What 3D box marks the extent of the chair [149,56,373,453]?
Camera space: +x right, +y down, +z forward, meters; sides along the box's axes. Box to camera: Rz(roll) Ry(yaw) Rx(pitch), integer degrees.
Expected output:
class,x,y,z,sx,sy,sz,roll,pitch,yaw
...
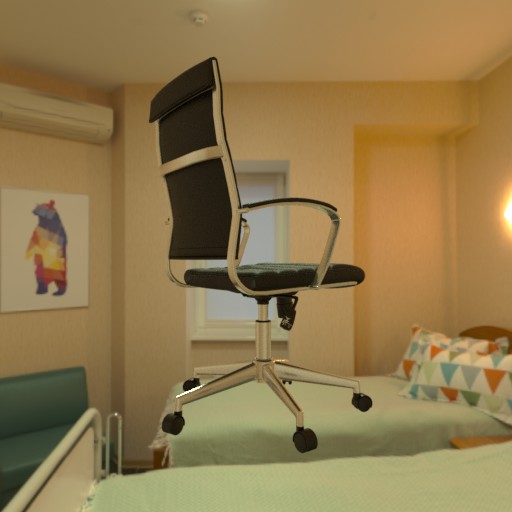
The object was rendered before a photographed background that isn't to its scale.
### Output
class,x,y,z,sx,sy,sz,roll,pitch,yaw
chair,0.000,0.000,1.632,0.739,1.149,0.766,0,-1,-36
